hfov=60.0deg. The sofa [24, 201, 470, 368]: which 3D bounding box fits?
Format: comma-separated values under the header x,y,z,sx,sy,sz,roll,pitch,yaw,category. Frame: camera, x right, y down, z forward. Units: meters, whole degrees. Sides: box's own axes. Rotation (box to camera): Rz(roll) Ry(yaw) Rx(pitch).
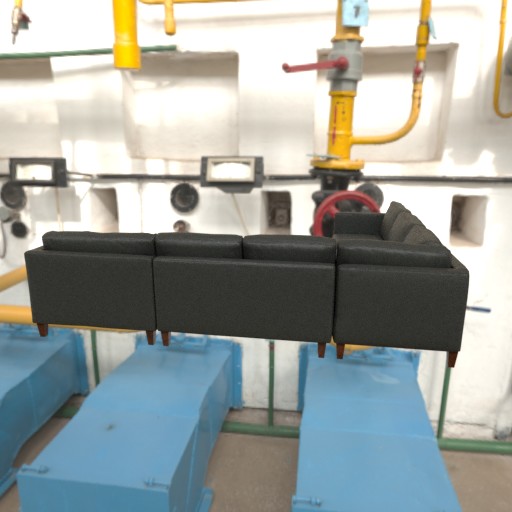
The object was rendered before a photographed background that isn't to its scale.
x,y,z,sx,sy,sz,roll,pitch,yaw,category
0.000,0.000,4.598,3.460,0.923,2.593,2,15,9,sofa
